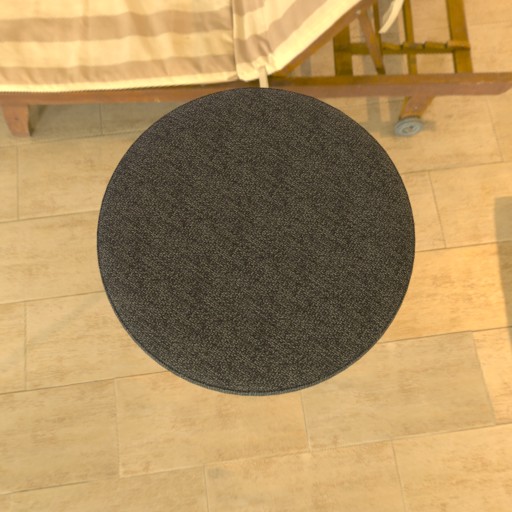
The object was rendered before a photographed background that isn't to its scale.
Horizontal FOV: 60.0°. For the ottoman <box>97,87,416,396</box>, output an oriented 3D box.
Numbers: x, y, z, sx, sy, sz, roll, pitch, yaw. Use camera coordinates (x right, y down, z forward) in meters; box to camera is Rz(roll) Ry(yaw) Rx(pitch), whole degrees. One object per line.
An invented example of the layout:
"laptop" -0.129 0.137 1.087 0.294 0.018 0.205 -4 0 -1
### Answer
"ottoman" 0.000 0.000 0.896 0.520 0.430 0.520 0 76 0
